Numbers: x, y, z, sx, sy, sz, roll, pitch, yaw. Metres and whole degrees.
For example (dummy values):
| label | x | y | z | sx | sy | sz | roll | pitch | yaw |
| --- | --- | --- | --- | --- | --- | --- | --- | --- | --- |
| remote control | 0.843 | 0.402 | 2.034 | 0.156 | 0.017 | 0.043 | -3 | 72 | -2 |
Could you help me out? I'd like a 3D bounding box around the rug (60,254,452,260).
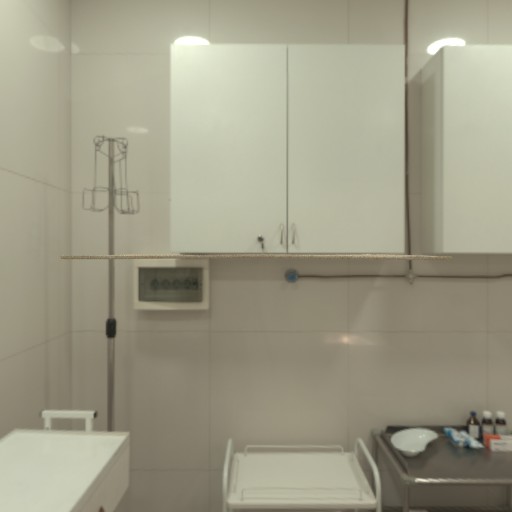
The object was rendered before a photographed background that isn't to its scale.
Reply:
| label | x | y | z | sx | sy | sz | roll | pitch | yaw |
| --- | --- | --- | --- | --- | --- | --- | --- | --- | --- |
| rug | 0.000 | 0.000 | 2.938 | 1.574 | 0.029 | 2.346 | 0 | 0 | 0 |
